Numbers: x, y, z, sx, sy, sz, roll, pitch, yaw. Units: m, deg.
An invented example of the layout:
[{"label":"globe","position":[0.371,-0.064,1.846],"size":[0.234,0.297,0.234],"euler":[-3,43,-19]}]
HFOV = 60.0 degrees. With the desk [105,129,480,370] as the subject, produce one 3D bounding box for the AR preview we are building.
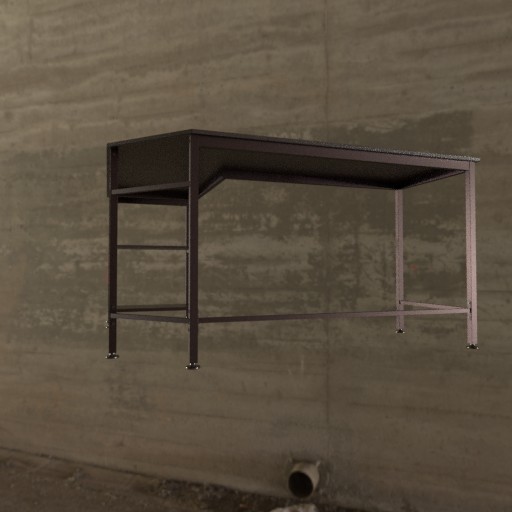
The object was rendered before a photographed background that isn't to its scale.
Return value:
[{"label":"desk","position":[0.000,0.000,2.149],"size":[1.379,0.739,1.379],"euler":[1,-2,-19]}]
